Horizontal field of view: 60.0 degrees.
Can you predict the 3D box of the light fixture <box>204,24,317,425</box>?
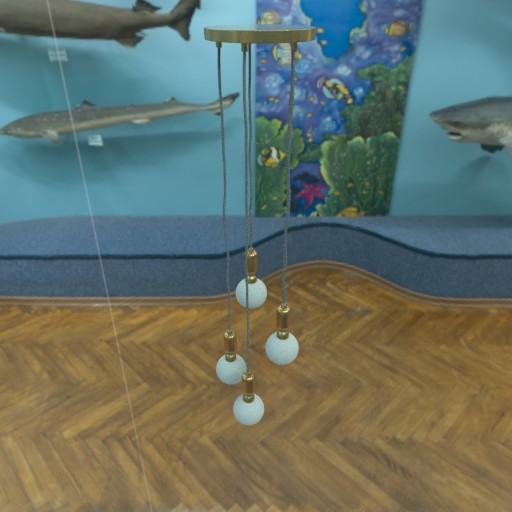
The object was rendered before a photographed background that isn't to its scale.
[{"bbox_3d":[0.000,0.000,0.497,0.105,0.457,0.108,1,30,2],"label":"light fixture"}]
